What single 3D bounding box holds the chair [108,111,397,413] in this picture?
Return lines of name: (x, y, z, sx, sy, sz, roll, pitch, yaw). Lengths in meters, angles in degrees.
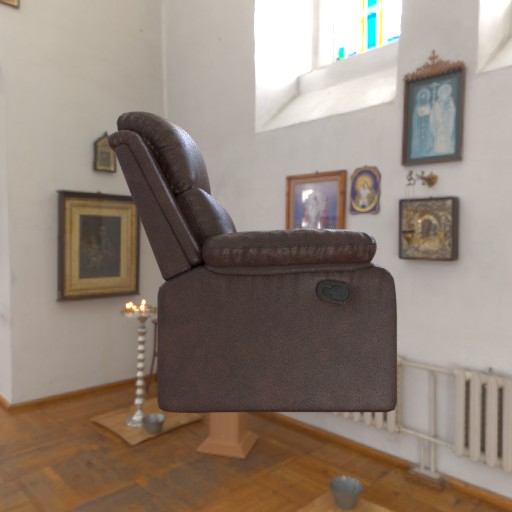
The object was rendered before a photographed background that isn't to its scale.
chair: (0.000, 0.000, 1.687, 0.919, 0.992, 0.855, 0, 0, 0)
